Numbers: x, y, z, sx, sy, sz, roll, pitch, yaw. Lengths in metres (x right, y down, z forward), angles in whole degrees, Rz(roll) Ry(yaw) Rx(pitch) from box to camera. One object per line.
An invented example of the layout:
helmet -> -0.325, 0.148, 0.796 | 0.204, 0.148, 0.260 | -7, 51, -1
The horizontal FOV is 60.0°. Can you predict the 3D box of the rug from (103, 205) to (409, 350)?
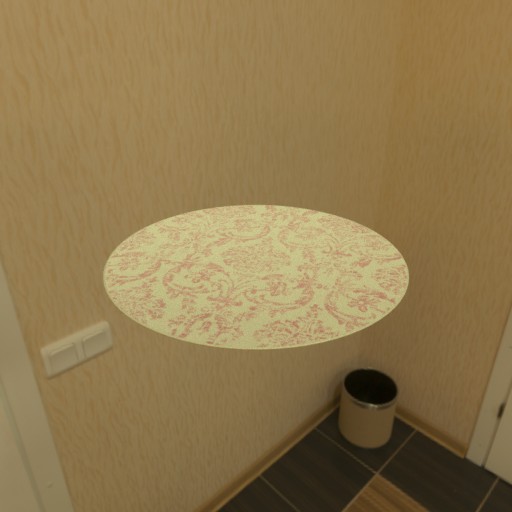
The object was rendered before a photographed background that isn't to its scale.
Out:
rug -> 0.000, 0.000, 2.414 | 1.593, 0.012, 1.593 | 0, 27, 0
